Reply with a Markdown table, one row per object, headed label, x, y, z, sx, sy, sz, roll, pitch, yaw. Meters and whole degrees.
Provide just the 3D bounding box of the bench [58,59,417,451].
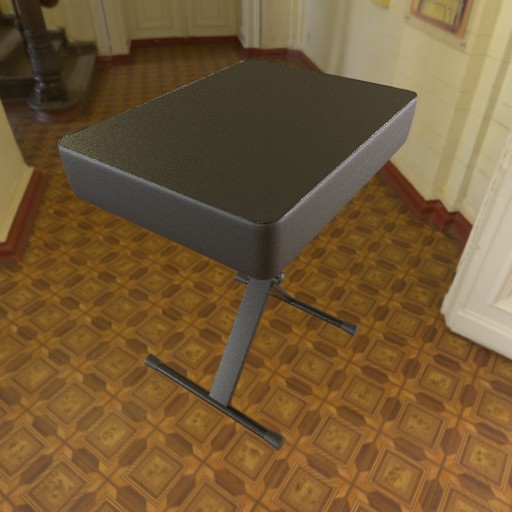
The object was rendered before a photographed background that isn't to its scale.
| label | x | y | z | sx | sy | sz | roll | pitch | yaw |
| --- | --- | --- | --- | --- | --- | --- | --- | --- | --- |
| bench | 0.000 | 0.000 | 0.763 | 0.321 | 0.500 | 0.424 | 23 | 45 | 26 |
